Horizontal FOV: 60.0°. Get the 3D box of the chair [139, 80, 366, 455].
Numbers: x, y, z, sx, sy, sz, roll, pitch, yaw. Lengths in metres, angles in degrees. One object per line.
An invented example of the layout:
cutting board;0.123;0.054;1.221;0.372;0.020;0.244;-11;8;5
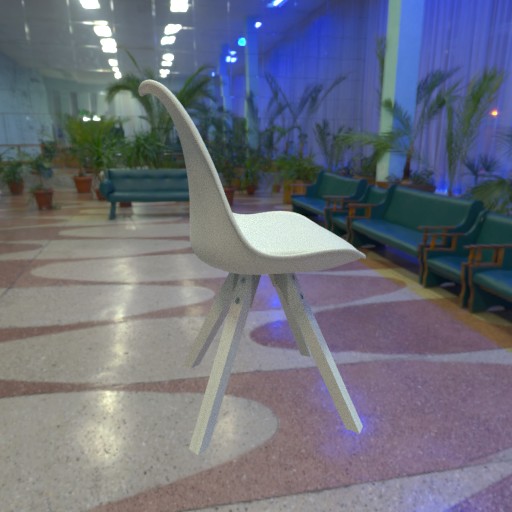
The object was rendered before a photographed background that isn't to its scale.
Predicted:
chair;0.000;0.000;1.186;0.550;0.850;0.485;-3;16;-10
